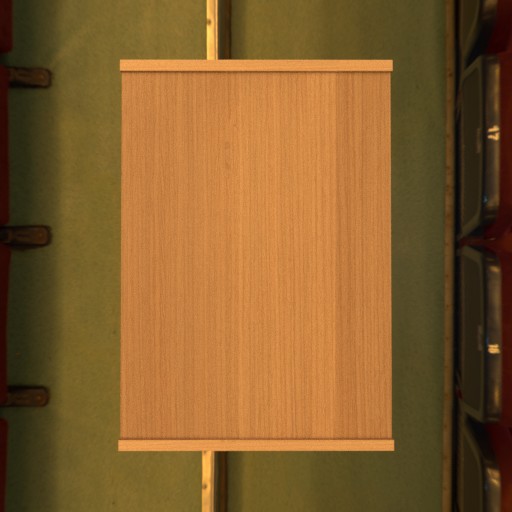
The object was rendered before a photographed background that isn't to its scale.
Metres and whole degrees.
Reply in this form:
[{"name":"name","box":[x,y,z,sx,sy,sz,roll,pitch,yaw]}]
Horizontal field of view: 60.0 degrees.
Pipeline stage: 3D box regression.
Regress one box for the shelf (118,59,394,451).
[{"name":"shelf","box":[0.000,0.000,0.621,0.290,0.305,0.415,0,89,0]}]
